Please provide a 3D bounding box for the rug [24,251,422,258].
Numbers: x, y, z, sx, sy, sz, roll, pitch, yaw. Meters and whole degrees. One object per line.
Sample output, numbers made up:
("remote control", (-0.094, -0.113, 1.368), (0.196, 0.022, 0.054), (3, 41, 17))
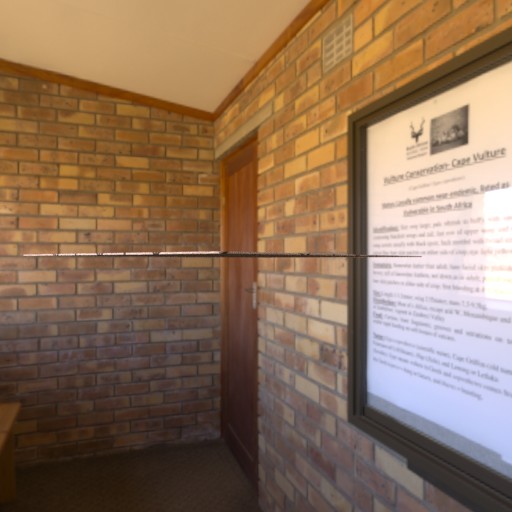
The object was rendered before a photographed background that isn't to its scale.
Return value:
("rug", (0.000, 0.000, 3.093), (1.526, 0.008, 2.465), (0, -1, 37))
